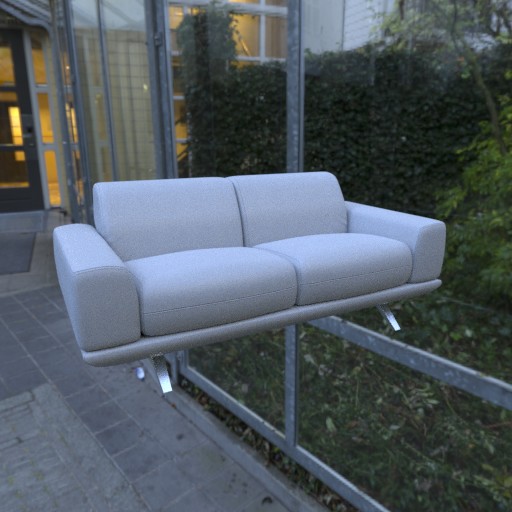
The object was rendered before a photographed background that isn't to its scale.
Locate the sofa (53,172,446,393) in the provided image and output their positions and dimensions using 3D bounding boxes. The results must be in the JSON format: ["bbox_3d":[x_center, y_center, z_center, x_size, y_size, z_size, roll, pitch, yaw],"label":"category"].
[{"bbox_3d":[0.000,0.000,2.351,1.901,0.772,0.900,-8,17,-27],"label":"sofa"}]
